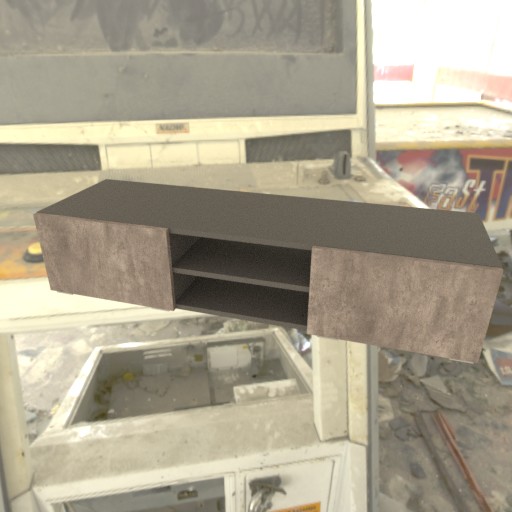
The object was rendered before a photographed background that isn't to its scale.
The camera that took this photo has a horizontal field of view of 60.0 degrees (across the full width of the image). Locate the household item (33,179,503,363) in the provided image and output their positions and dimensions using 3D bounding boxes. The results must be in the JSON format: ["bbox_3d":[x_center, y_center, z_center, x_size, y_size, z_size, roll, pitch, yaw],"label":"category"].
[{"bbox_3d":[0.000,0.000,1.520,1.400,0.310,0.420,7,27,15],"label":"household item"}]
